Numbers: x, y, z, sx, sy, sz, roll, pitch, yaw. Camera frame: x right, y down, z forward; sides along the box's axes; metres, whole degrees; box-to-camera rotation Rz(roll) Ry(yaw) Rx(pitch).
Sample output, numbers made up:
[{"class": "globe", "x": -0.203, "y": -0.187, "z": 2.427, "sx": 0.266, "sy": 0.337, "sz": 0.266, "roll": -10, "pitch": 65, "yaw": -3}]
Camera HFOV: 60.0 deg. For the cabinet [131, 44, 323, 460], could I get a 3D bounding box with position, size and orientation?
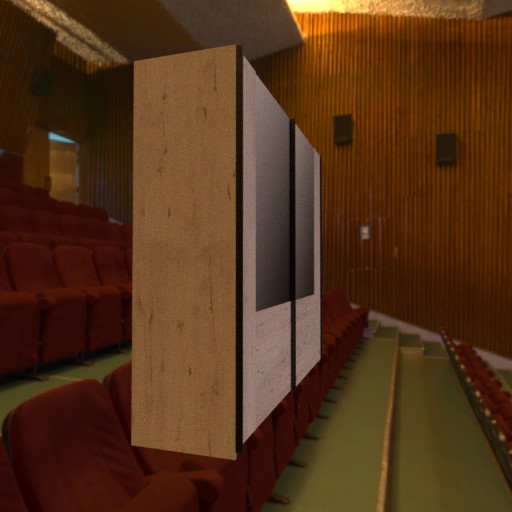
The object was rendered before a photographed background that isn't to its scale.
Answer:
[{"class": "cabinet", "x": 0.000, "y": 0.000, "z": 3.602, "sx": 0.660, "sy": 2.180, "sz": 2.500, "roll": 0, "pitch": -1, "yaw": 18}]
